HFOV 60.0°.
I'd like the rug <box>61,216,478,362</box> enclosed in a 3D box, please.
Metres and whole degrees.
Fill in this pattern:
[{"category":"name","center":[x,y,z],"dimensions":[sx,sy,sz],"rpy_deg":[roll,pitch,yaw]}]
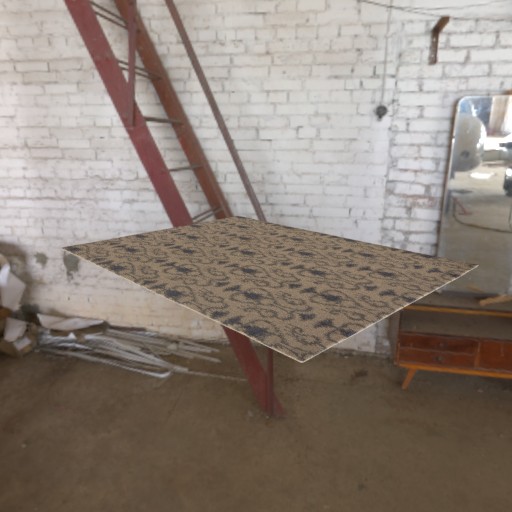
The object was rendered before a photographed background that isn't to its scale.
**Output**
[{"category":"rug","center":[0.000,0.000,4.228],"dimensions":[2.437,0.015,3.205],"rpy_deg":[-15,22,-42]}]
